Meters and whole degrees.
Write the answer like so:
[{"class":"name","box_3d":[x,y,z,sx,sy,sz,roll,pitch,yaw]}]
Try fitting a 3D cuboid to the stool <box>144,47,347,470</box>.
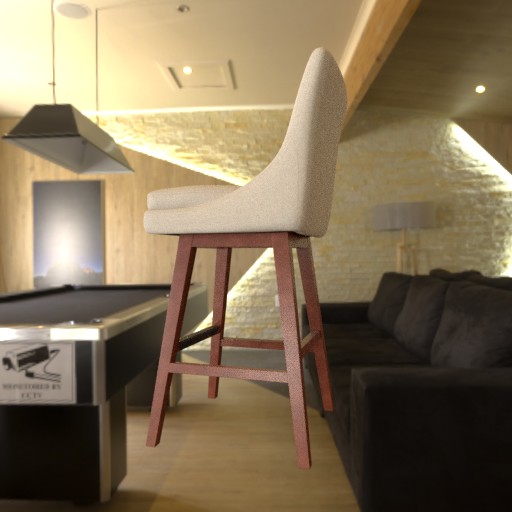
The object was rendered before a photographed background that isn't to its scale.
[{"class":"stool","box_3d":[0.000,0.000,1.418,0.559,1.092,0.470,0,0,17]}]
